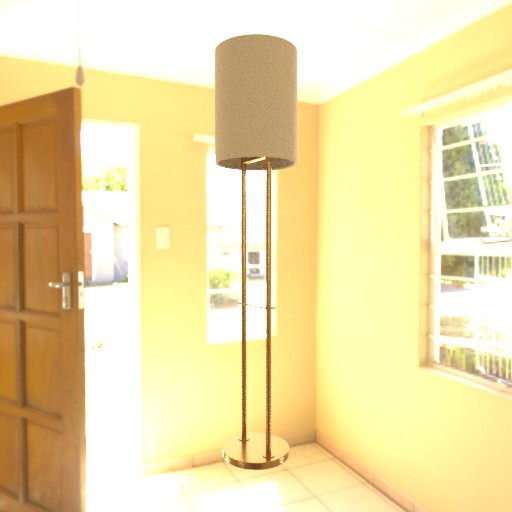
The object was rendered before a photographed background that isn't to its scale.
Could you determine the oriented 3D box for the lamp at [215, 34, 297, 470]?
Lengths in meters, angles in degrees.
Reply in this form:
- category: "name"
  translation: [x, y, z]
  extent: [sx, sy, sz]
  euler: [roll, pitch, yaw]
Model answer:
- category: "lamp"
  translation: [0.000, 0.000, 1.661]
  extent: [0.305, 1.500, 0.306]
  euler: [-1, 2, -34]
